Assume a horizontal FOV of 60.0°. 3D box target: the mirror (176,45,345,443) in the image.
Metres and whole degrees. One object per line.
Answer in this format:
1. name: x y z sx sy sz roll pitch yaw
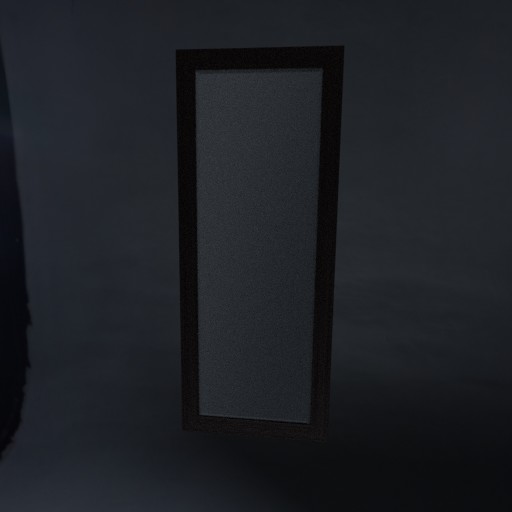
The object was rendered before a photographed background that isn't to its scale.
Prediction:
1. mirror: 0.000 0.000 2.302 0.812 2.020 0.221 2 15 7
